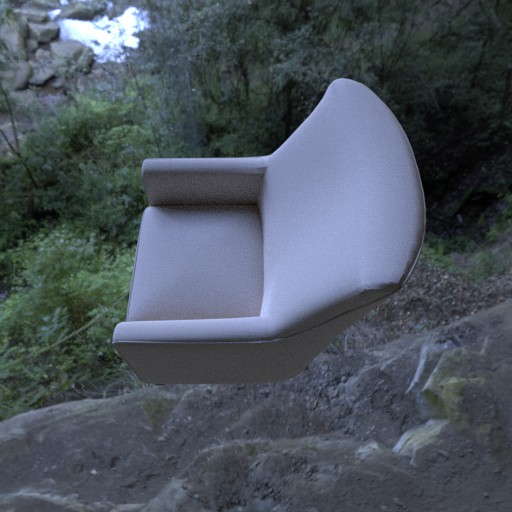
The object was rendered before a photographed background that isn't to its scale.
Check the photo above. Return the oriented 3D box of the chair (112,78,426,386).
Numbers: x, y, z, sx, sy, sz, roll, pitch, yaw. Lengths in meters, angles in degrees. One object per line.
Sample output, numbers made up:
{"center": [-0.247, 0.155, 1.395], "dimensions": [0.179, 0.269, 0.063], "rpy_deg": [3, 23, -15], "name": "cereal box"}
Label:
{"center": [0.000, 0.000, 1.565], "dimensions": [0.879, 0.916, 0.756], "rpy_deg": [0, 58, 0], "name": "chair"}
